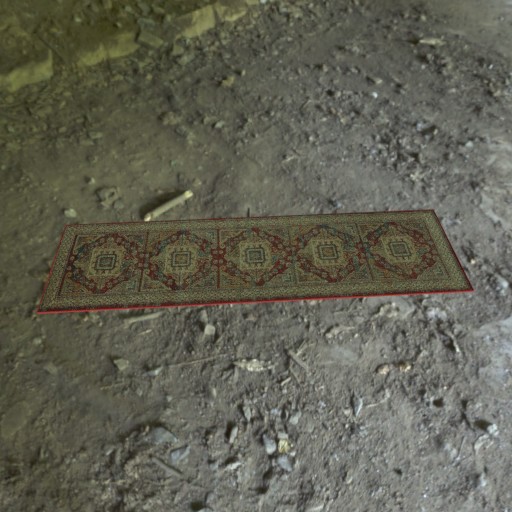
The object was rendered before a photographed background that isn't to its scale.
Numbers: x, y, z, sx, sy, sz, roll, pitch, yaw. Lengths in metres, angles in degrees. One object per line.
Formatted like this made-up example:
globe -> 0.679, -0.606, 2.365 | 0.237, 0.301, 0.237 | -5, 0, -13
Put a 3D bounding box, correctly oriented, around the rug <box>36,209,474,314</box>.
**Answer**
rug -> 0.000, 0.000, 2.537 | 2.292, 0.015, 0.659 | -3, 48, -2
